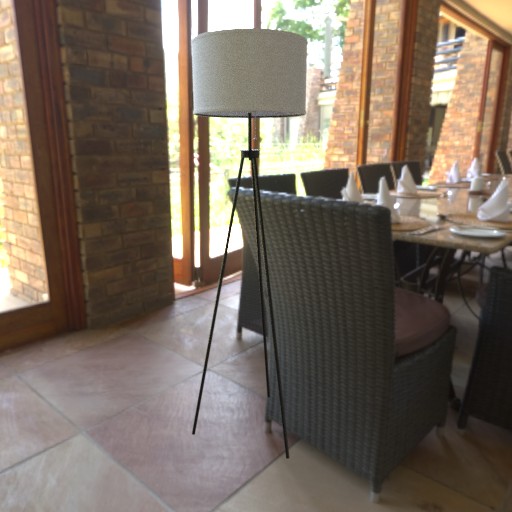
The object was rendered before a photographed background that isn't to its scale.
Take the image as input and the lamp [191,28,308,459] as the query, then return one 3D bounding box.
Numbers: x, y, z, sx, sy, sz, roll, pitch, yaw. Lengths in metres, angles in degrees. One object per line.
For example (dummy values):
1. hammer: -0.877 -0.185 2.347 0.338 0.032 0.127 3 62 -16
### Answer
1. lamp: 0.000 0.000 1.739 0.448 1.545 0.458 -14 20 -43
